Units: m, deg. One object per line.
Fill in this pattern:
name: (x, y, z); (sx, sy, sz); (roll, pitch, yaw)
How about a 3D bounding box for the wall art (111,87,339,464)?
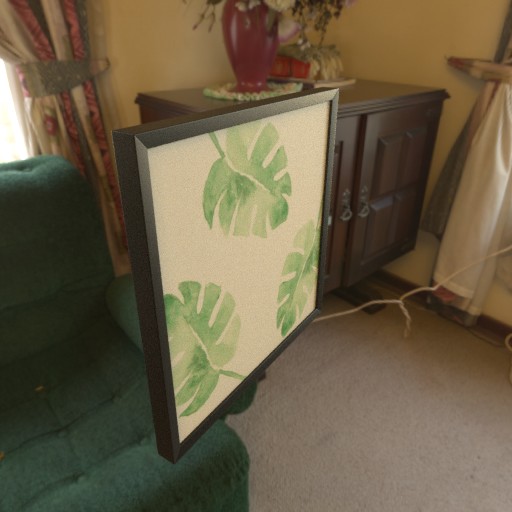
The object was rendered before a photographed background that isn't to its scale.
wall art: (0.000, 0.000, 0.772); (0.036, 0.508, 0.508); (17, 32, 30)
